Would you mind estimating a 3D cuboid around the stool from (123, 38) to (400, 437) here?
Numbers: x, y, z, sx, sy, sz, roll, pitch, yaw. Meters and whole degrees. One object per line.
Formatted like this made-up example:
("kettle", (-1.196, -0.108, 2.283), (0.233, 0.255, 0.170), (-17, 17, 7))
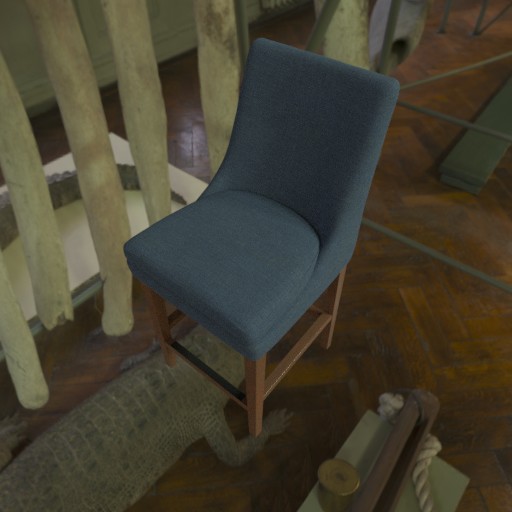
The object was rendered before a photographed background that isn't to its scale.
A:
("stool", (0.000, 0.000, 1.284), (0.470, 0.981, 0.577), (31, 53, 26))
